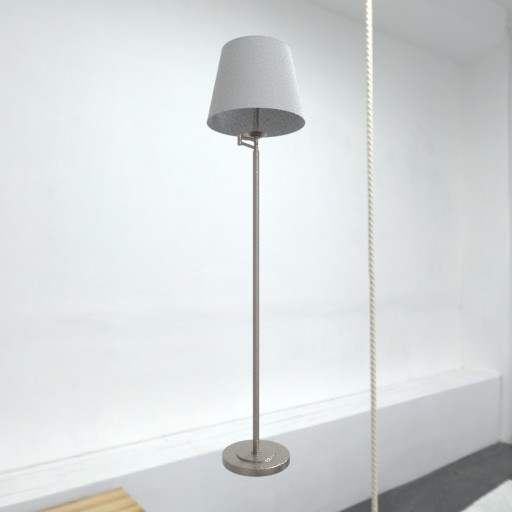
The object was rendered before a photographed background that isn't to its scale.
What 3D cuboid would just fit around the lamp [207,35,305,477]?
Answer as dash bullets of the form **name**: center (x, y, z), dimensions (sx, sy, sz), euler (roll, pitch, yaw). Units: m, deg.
- **lamp**: center (0.000, 0.000, 1.602), dimensions (0.355, 1.473, 0.355), euler (0, 0, 0)
